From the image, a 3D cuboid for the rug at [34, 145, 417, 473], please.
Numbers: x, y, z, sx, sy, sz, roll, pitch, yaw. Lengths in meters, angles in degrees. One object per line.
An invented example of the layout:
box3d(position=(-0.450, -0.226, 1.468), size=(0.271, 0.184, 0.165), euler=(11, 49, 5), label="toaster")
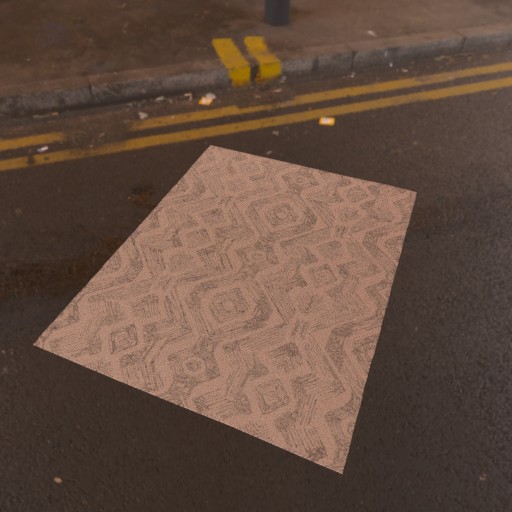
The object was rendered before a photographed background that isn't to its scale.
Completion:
box3d(position=(0.000, 0.000, 4.041), size=(2.430, 0.030, 3.054), euler=(17, 48, 15), label="rug")
